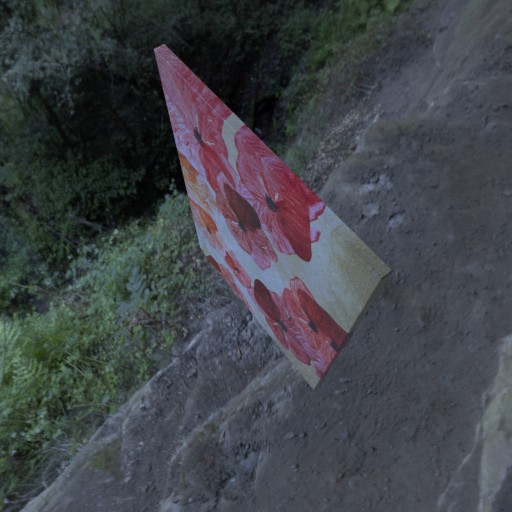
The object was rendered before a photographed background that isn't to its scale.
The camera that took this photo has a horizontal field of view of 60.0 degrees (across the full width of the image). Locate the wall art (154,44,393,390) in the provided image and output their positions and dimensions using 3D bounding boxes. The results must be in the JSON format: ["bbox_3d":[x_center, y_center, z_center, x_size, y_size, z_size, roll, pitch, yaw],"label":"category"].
[{"bbox_3d":[0.000,0.000,1.371,0.031,1.015,0.762,-34,68,-16],"label":"wall art"}]
